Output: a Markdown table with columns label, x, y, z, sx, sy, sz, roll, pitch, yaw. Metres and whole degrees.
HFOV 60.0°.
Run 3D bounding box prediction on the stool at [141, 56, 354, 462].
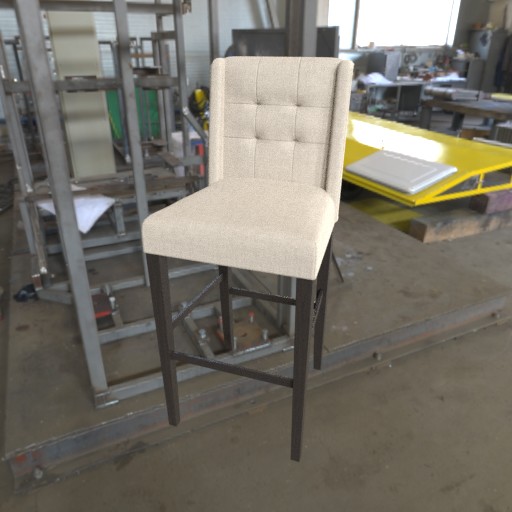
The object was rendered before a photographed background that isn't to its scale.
| label | x | y | z | sx | sy | sz | roll | pitch | yaw |
| --- | --- | --- | --- | --- | --- | --- | --- | --- | --- |
| stool | 0.000 | 0.000 | 1.379 | 0.474 | 1.116 | 0.509 | 9 | 27 | 17 |
